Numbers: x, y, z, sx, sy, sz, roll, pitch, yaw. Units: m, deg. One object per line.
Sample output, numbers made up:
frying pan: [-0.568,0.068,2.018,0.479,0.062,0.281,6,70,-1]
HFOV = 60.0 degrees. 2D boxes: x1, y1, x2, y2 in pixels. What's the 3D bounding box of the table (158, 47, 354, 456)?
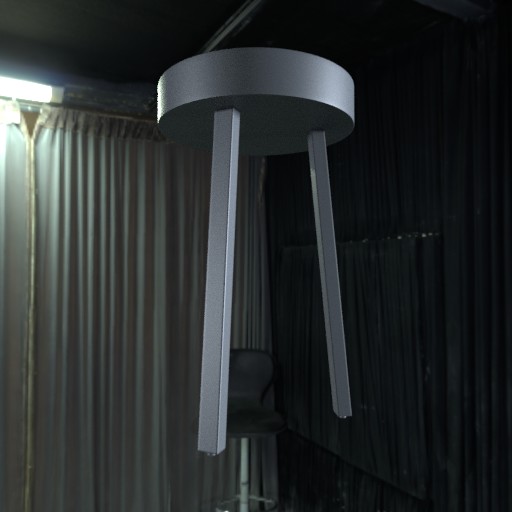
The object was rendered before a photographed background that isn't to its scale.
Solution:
table: [0.000,0.000,0.933,0.406,0.686,0.406,1,-2,-35]
